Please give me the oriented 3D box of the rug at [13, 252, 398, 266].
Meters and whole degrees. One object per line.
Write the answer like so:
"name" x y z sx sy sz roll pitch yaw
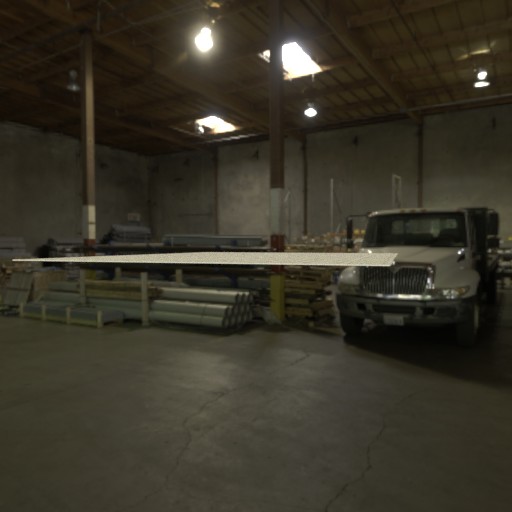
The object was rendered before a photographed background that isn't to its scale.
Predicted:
"rug" 0.000 0.000 4.021 2.421 0.008 3.045 0 2 18
